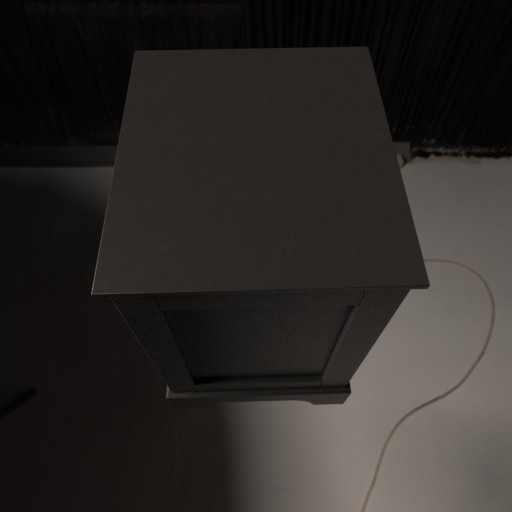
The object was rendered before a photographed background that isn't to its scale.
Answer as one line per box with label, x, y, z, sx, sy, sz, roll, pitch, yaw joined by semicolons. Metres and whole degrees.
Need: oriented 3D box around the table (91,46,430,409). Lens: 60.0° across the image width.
table;0.000;0.000;0.898;0.399;0.610;0.460;-1;59;-1
